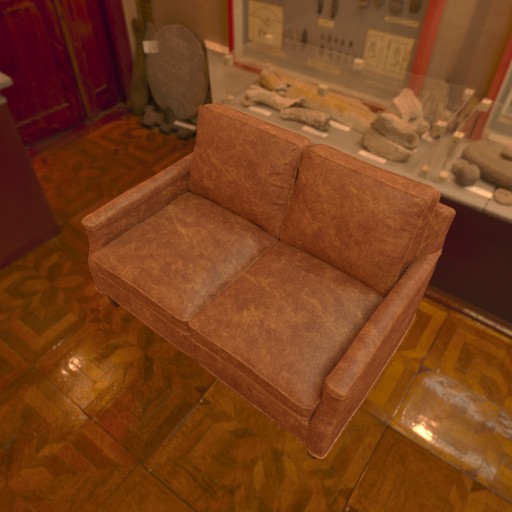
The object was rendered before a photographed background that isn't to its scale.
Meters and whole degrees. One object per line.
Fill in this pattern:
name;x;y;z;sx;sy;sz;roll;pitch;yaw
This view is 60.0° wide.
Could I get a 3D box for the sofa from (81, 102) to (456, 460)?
sofa;0.000;0.000;2.311;1.597;1.003;1.084;30;53;26
